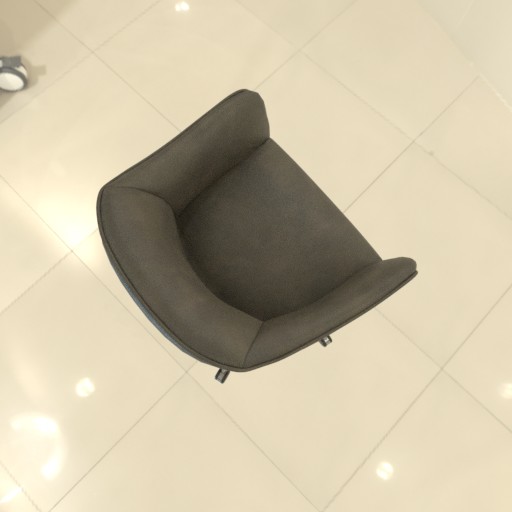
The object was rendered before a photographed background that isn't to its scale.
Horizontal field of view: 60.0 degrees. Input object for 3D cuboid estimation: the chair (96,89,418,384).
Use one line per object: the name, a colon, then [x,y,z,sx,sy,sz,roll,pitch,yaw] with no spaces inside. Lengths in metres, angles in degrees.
chair: [0.000,0.000,1.361,0.689,0.827,0.713,-38,78,-10]
